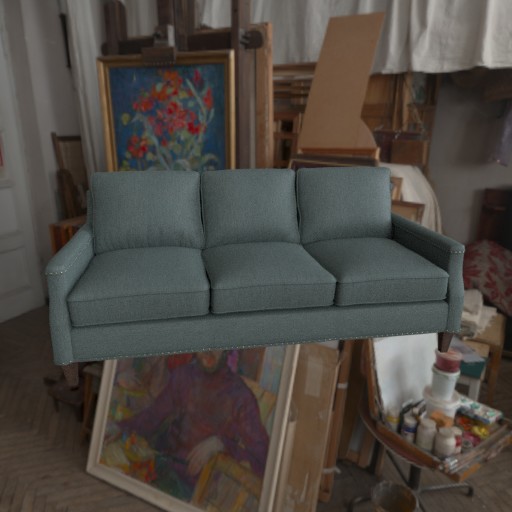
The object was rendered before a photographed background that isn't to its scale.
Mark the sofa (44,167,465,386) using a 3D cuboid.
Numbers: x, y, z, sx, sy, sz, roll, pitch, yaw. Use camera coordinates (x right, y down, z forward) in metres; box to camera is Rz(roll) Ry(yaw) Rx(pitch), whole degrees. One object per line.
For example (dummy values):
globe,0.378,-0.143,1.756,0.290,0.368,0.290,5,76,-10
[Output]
sofa,0.000,0.000,2.781,2.246,1.003,1.084,-3,18,-9
